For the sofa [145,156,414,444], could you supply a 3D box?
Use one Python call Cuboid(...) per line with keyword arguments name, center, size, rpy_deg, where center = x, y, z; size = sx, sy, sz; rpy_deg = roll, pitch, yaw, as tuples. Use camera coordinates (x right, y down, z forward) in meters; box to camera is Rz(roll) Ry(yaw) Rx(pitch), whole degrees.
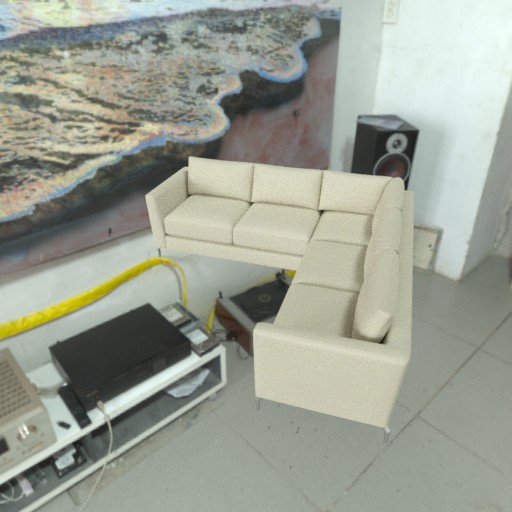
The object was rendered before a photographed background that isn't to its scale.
Cuboid(name="sofa", center=(0.000, 0.000, 3.708), size=(2.430, 0.867, 2.448), rpy_deg=(9, 32, 15))
